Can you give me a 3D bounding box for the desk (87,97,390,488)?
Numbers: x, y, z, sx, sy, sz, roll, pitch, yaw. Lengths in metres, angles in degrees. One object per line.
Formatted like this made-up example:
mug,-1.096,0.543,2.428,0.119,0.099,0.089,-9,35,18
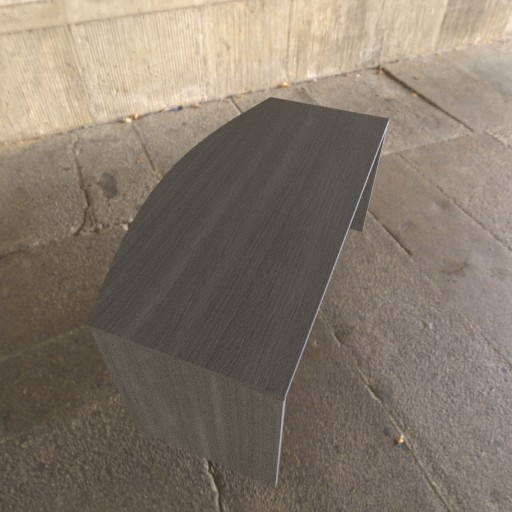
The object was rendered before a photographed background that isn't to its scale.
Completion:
desk,0.000,0.000,2.069,0.802,0.750,1.600,16,48,15
